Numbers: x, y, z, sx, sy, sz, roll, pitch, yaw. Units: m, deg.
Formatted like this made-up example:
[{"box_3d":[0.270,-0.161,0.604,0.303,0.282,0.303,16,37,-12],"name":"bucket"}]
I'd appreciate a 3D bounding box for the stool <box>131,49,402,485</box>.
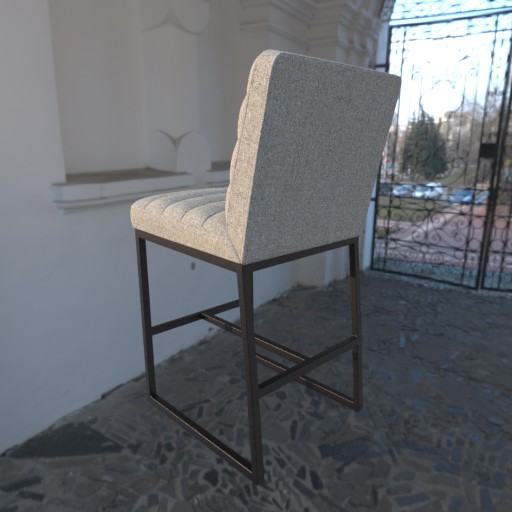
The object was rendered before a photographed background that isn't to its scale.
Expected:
[{"box_3d":[0.000,0.000,1.222,0.460,0.940,0.560,-13,20,-42],"name":"stool"}]
